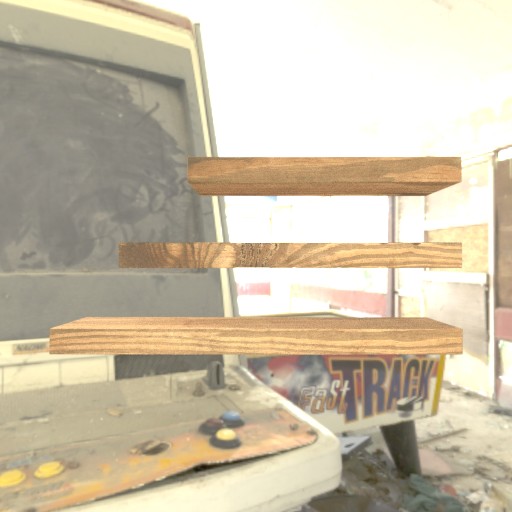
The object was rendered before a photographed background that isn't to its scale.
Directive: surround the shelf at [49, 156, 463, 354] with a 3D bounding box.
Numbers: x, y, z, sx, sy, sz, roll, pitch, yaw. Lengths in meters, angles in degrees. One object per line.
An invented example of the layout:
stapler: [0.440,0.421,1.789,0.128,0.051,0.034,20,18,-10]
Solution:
shelf: [0.000,0.000,0.725,0.610,0.293,0.140,0,-1,0]
